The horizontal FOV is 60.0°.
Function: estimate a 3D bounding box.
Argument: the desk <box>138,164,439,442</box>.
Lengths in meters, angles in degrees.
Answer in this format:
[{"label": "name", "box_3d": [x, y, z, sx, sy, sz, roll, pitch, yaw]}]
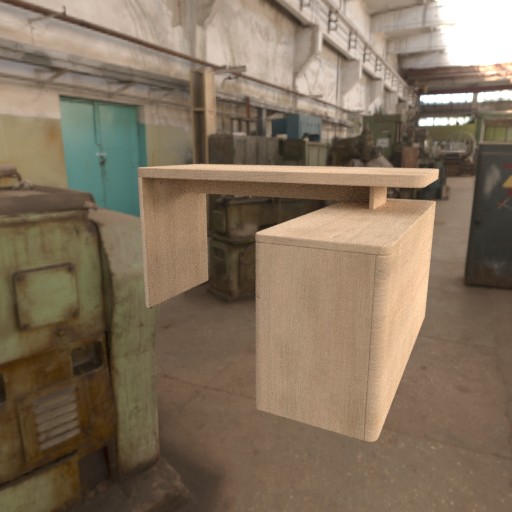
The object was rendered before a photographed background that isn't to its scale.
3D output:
[{"label": "desk", "box_3d": [0.000, 0.000, 2.040, 1.400, 0.770, 1.175, 7, 15, 26]}]
